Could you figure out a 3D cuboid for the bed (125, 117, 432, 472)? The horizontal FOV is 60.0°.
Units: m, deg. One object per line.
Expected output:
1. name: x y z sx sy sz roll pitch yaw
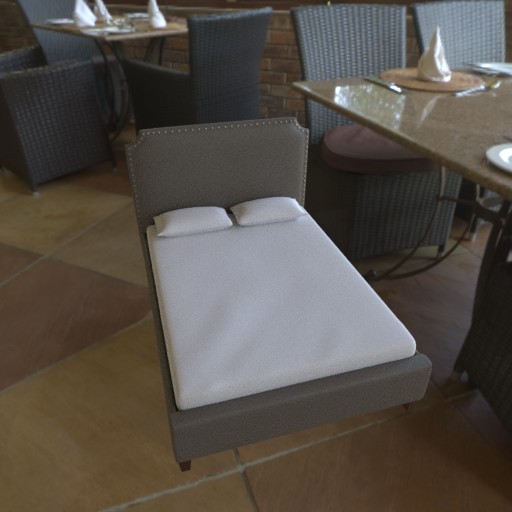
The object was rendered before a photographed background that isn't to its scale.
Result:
1. bed: 0.000 0.000 3.450 1.712 1.443 2.372 -9 34 -14
